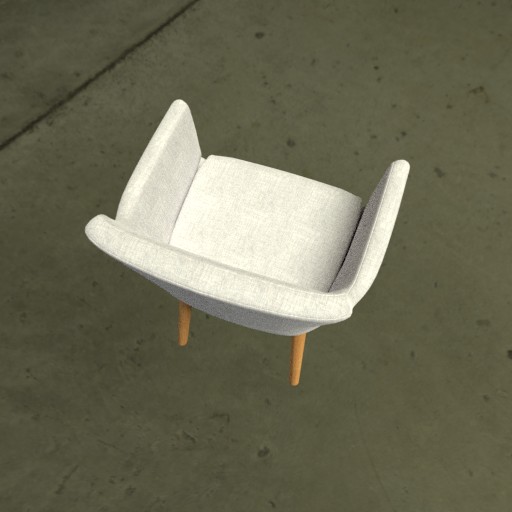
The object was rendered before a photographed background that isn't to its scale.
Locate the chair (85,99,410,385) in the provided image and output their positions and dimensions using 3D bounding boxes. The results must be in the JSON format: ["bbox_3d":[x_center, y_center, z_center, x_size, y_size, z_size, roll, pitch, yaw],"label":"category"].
[{"bbox_3d":[0.000,0.000,1.137,0.570,0.780,0.540,18,65,9],"label":"chair"}]
